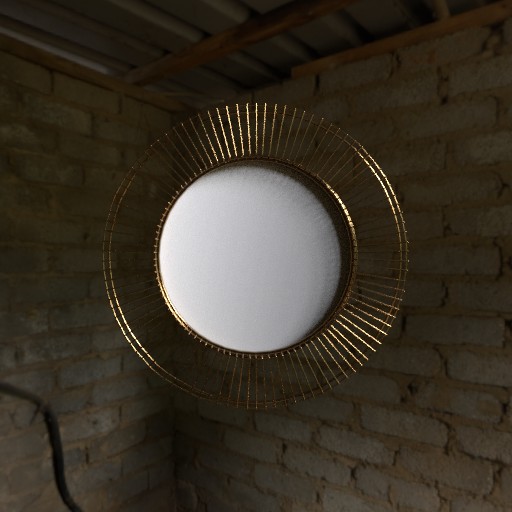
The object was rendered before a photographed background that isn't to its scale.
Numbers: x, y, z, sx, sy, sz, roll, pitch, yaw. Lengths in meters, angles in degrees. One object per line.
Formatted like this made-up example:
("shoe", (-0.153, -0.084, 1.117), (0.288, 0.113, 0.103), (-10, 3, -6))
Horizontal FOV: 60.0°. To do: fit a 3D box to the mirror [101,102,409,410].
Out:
("mirror", (0.000, 0.000, 1.042), (0.703, 0.703, 0.067), (0, -1, -2))
